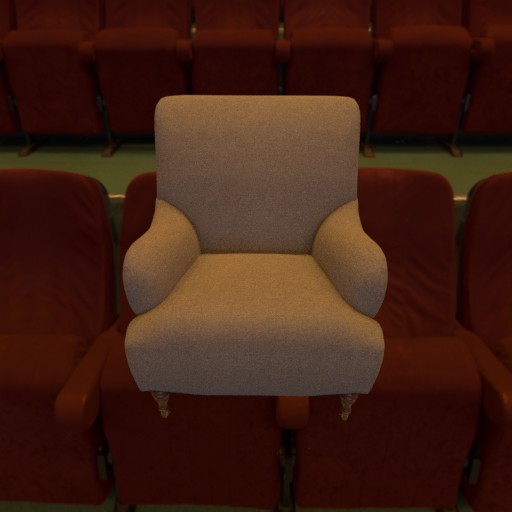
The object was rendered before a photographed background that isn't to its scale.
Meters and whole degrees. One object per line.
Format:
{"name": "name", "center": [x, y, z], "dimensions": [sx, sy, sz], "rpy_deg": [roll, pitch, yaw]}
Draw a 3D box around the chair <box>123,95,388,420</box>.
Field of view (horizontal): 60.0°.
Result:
{"name": "chair", "center": [0.000, 0.000, 1.543], "dimensions": [0.766, 0.942, 0.843], "rpy_deg": [0, 31, 1]}
